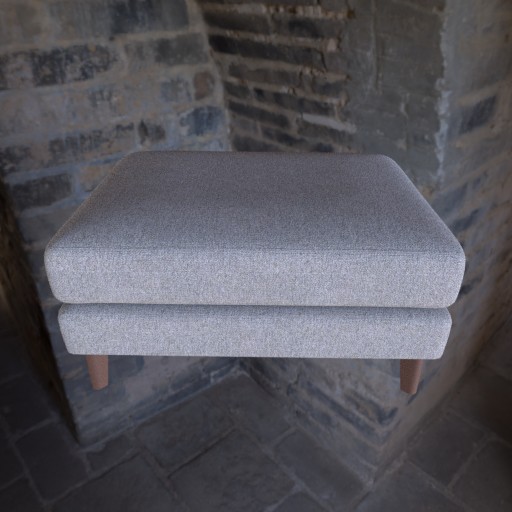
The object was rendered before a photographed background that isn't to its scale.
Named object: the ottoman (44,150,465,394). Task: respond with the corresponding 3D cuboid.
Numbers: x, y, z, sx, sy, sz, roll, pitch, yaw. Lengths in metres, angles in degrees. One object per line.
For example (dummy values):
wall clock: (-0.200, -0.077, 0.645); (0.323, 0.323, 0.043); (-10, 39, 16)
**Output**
ottoman: (0.000, 0.000, 1.172); (0.821, 0.441, 0.611); (1, 30, 1)
